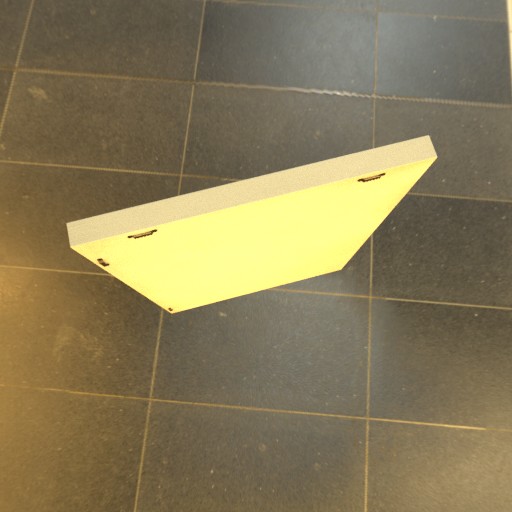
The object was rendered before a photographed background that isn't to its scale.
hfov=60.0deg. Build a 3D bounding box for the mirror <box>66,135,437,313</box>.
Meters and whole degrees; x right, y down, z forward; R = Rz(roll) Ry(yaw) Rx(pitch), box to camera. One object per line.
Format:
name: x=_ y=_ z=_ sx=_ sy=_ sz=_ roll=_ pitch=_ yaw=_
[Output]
mirror: x=0.000 y=0.000 z=0.939 sx=0.507 sy=0.710 sz=0.040 roll=-14 pitch=76 yaw=-4
